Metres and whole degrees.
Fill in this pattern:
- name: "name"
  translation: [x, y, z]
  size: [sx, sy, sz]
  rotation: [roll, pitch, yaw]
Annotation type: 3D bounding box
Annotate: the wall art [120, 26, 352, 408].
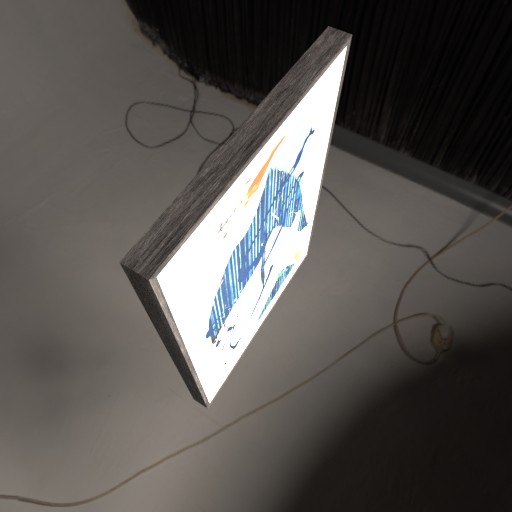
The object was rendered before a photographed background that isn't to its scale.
- name: "wall art"
  translation: [0.000, 0.000, 1.328]
  size: [0.063, 1.016, 0.762]
  rotation: [28, 64, 15]
